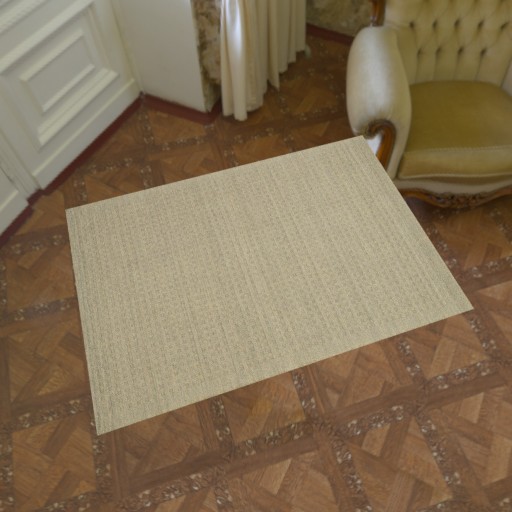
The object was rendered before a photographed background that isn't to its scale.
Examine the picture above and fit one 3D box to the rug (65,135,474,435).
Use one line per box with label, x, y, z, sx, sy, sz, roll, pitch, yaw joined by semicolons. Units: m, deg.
rug;0.000;0.000;3.680;2.895;0.006;1.981;-16;60;-9
